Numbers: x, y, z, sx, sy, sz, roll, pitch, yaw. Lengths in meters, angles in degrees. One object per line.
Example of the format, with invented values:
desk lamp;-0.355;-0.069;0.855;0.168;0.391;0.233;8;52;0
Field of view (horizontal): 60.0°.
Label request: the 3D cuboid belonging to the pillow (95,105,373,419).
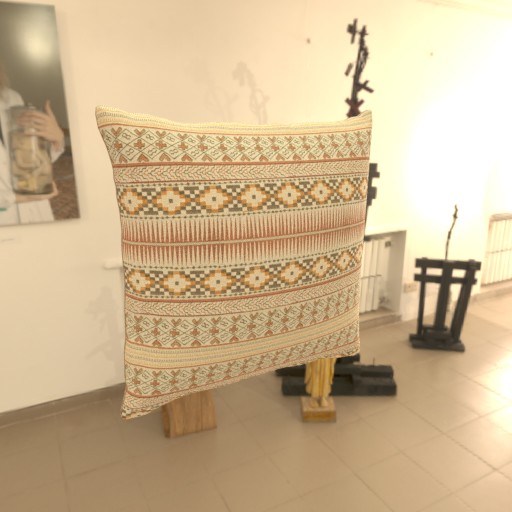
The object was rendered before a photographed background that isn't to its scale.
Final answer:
pillow;0.000;0.000;0.807;0.521;0.519;0.215;-8;17;-27
